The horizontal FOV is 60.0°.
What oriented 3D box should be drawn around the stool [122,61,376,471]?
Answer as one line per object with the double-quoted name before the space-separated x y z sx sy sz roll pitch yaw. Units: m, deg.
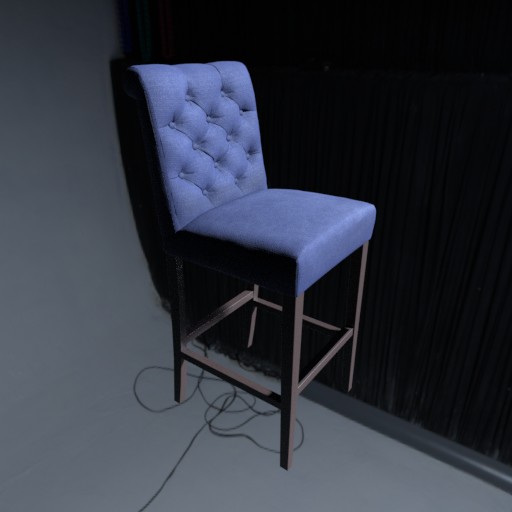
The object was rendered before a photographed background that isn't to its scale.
"stool" 0.000 0.000 1.438 0.601 1.140 0.493 17 31 32
